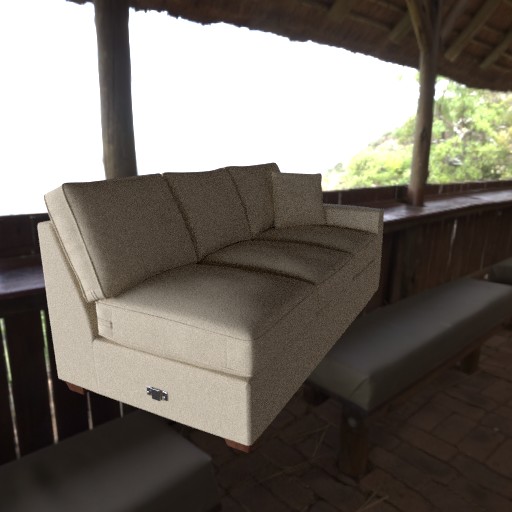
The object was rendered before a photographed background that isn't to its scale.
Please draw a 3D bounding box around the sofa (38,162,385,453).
[{"bbox_3d":[0.000,0.000,2.481,1.034,0.946,1.963,8,17,27],"label":"sofa"}]
